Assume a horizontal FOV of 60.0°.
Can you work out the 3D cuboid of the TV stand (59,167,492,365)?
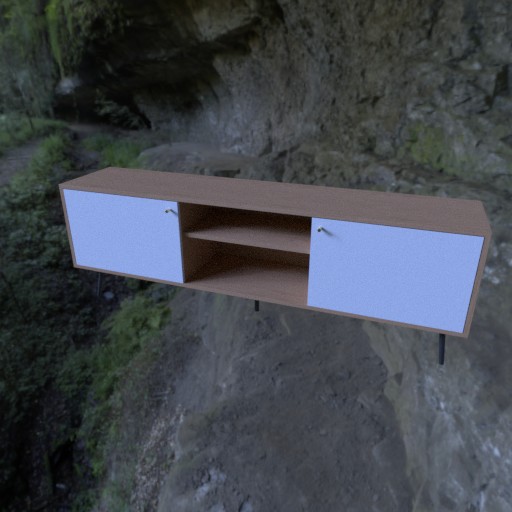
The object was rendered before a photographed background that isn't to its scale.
[{"bbox_3d":[0.000,0.000,1.981,1.760,0.580,0.400,8,26,18],"label":"TV stand"}]
